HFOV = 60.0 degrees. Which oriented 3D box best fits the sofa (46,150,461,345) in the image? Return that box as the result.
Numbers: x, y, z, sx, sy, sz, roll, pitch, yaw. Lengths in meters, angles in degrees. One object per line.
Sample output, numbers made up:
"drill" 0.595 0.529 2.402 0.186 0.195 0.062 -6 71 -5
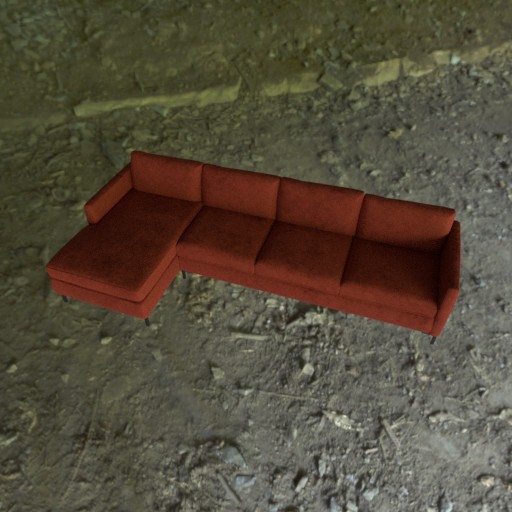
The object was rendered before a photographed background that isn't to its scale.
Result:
"sofa" 0.000 0.000 2.890 2.467 0.663 1.136 13 44 14
